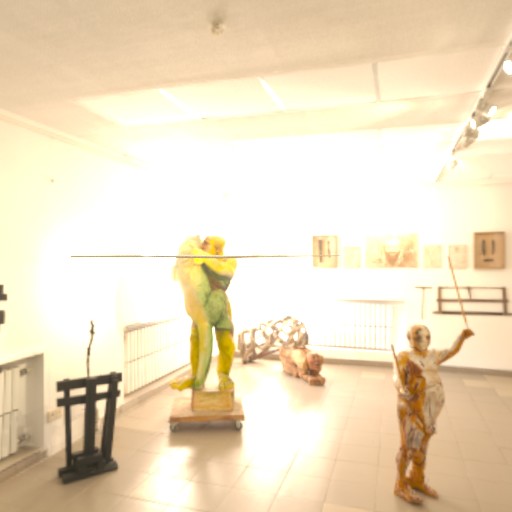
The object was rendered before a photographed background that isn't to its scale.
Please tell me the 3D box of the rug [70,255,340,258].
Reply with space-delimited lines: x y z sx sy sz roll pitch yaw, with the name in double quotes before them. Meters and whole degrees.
"rug" 0.000 0.000 2.782 0.770 0.016 2.442 0 0 17
